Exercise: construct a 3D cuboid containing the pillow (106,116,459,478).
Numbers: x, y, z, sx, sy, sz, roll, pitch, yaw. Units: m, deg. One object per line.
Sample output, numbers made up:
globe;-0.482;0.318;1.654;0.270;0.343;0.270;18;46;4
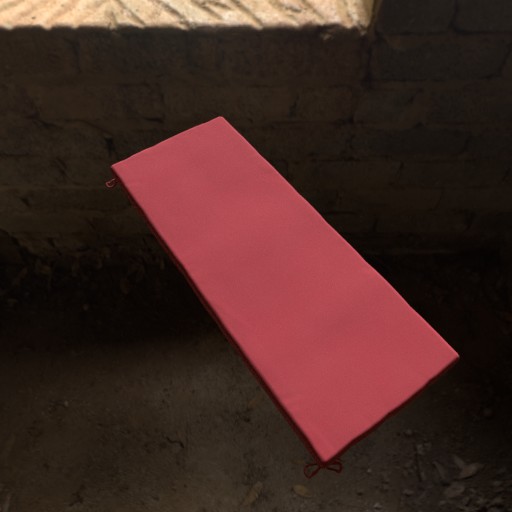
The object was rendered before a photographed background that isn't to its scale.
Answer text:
pillow;0.000;0.000;1.334;0.492;0.081;1.187;-30;62;-18
